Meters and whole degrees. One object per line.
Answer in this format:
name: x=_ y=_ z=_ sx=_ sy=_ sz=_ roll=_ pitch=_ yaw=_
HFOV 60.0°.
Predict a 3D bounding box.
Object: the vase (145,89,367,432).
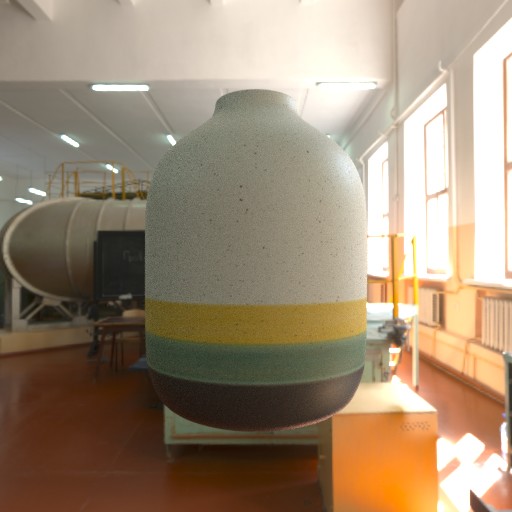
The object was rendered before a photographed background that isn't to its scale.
vase: x=0.000 y=0.000 z=0.349 sx=0.169 sy=0.240 sz=0.169 roll=0 pitch=-1 yaw=0
